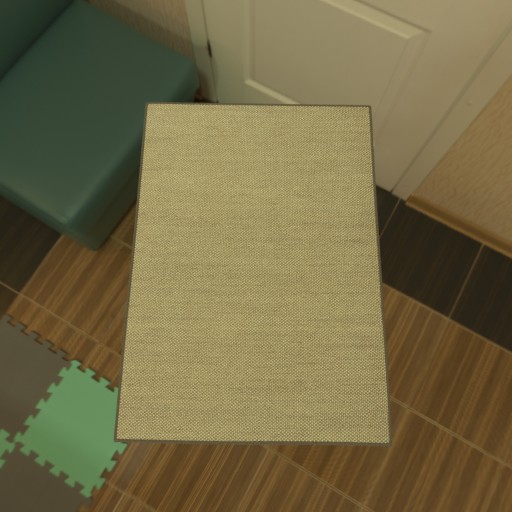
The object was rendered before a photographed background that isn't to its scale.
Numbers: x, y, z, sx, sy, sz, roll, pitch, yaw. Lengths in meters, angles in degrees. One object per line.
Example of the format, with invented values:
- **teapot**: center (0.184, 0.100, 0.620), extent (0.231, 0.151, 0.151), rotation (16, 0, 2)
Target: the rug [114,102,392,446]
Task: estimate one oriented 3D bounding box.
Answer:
- **rug**: center (0.000, 0.000, 2.697), extent (1.523, 0.012, 2.133), rotation (1, 74, 0)
